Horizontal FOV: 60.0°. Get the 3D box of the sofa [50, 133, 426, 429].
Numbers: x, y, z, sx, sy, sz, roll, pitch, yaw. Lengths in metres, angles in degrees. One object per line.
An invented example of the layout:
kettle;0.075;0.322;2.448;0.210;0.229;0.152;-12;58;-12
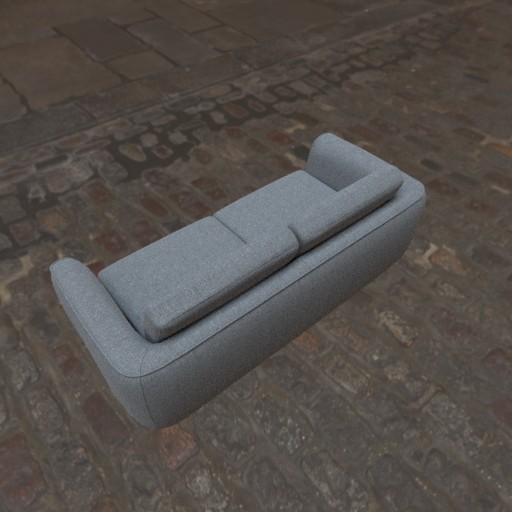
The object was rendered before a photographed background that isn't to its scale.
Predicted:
sofa;0.000;0.000;2.497;2.000;0.870;0.920;-31;53;-26
